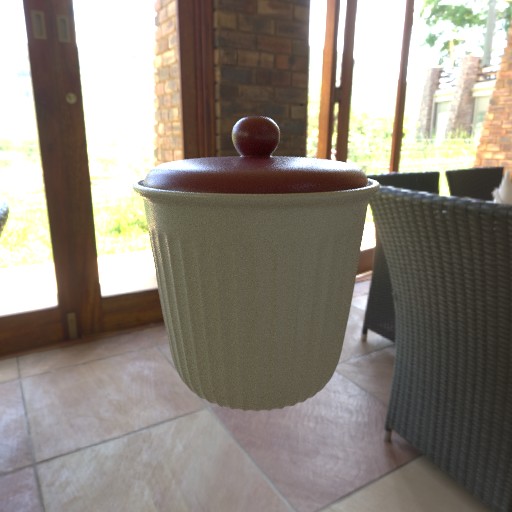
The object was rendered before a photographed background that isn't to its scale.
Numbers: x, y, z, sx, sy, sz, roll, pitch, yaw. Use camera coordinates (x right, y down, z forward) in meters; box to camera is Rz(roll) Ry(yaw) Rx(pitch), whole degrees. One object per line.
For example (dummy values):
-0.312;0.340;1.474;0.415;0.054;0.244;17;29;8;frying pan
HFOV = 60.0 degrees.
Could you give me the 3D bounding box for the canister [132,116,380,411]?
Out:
0.000;0.000;0.350;0.181;0.211;0.181;0;15;0;canister
